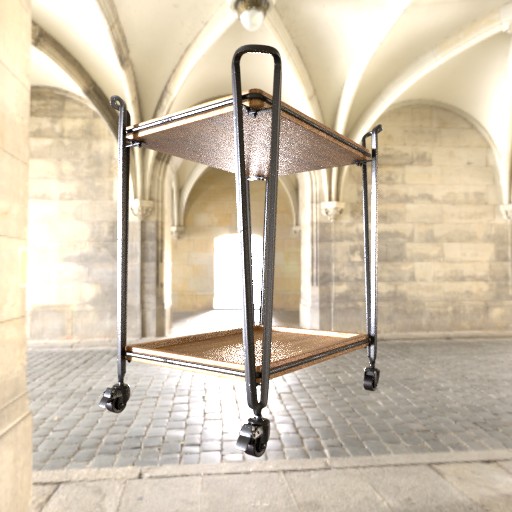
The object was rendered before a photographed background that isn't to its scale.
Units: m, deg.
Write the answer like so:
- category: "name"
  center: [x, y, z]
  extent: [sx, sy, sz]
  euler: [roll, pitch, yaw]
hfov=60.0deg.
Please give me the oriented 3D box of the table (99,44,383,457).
- category: "table"
  center: [0.000, 0.000, 1.219]
  extent: [0.505, 0.785, 0.672]
  euler: [-1, -2, 37]
